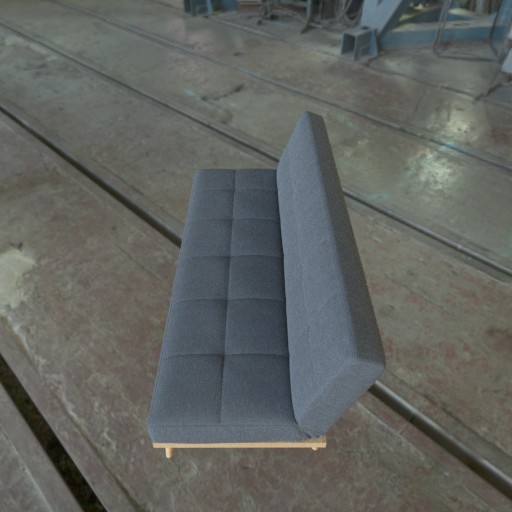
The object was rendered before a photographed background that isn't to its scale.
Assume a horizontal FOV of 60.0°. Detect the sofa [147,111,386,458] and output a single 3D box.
[{"bbox_3d":[0.000,0.000,2.257,0.820,0.770,1.820,0,42,0],"label":"sofa"}]
